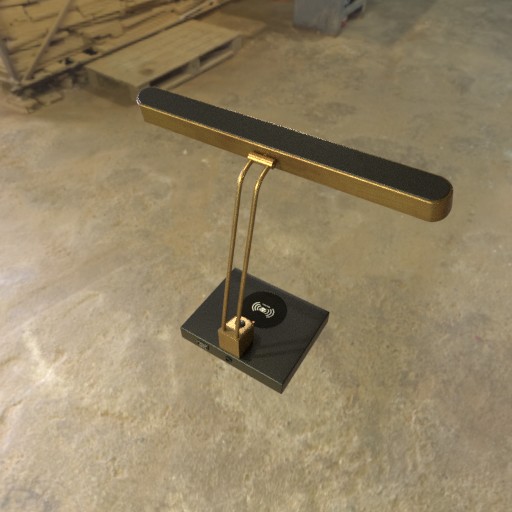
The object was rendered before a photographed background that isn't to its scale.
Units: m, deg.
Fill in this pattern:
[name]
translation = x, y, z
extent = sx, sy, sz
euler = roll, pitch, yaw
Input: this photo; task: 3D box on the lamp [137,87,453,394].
[lamp]
translation = 0.000, 0.000, 0.601
extent = 0.412, 0.345, 0.156
euler = 24, 50, 22
